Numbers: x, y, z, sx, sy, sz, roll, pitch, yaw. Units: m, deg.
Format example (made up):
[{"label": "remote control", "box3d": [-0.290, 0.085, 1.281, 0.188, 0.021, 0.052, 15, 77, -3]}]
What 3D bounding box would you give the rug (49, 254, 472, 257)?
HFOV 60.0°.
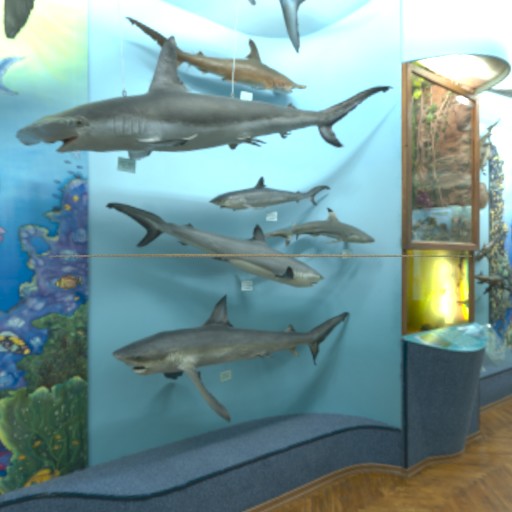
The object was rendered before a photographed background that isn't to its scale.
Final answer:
[{"label": "rug", "box3d": [0.000, 0.000, 4.092, 3.048, 0.014, 2.438, 0, 0, -36]}]
